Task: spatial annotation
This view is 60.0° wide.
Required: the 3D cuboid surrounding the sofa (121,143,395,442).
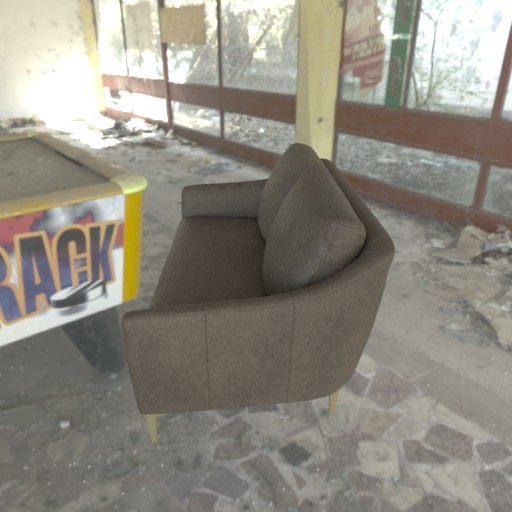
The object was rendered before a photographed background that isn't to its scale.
[{"bbox_3d":[0.000,0.000,2.250,0.960,0.902,1.619,-1,25,-1],"label":"sofa"}]
